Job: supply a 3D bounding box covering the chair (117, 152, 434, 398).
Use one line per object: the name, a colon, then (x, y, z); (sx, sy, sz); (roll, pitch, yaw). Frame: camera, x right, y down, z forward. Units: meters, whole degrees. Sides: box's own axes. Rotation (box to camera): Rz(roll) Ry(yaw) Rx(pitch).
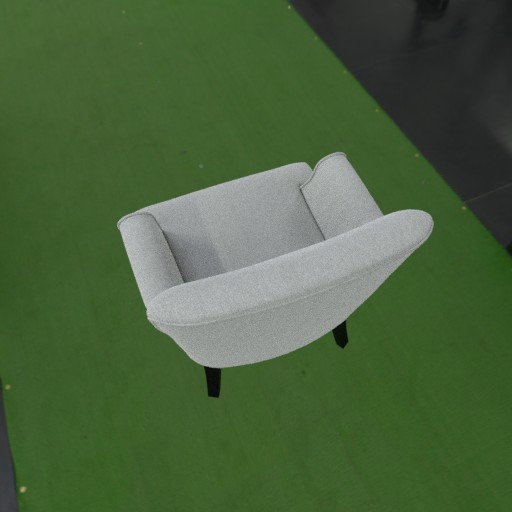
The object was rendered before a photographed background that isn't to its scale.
chair: (0.000, 0.000, 1.484); (0.781, 0.875, 0.750); (-19, 60, -11)
